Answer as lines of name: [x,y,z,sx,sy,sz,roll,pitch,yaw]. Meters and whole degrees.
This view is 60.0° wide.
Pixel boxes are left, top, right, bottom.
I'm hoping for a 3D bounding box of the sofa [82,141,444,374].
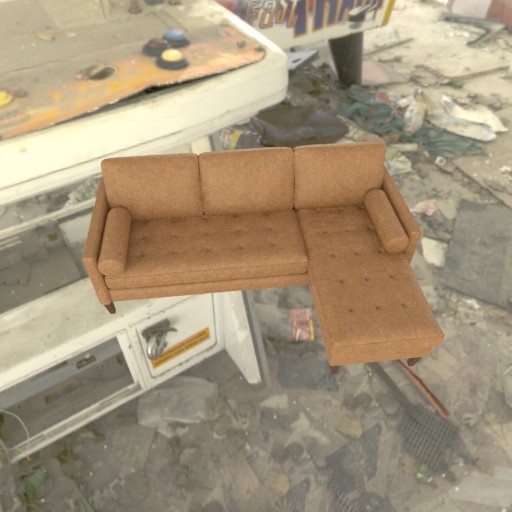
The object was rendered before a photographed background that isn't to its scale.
sofa: [0.000,0.000,2.967,2.178,0.876,1.506,-5,46,-5]
